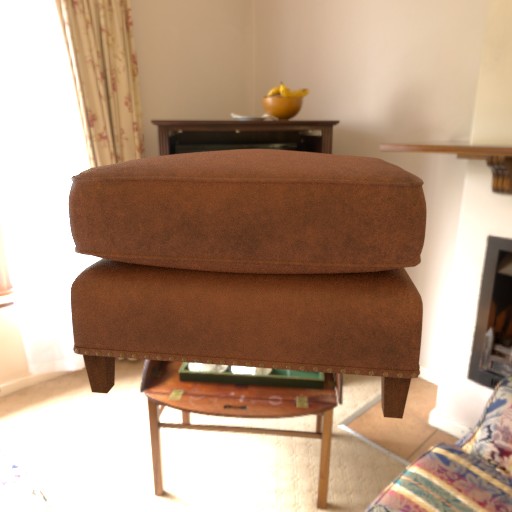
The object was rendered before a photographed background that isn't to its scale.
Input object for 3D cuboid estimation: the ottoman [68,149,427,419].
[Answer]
[{"bbox_3d":[0.000,0.000,1.141,0.738,0.537,0.589,2,16,8],"label":"ottoman"}]
